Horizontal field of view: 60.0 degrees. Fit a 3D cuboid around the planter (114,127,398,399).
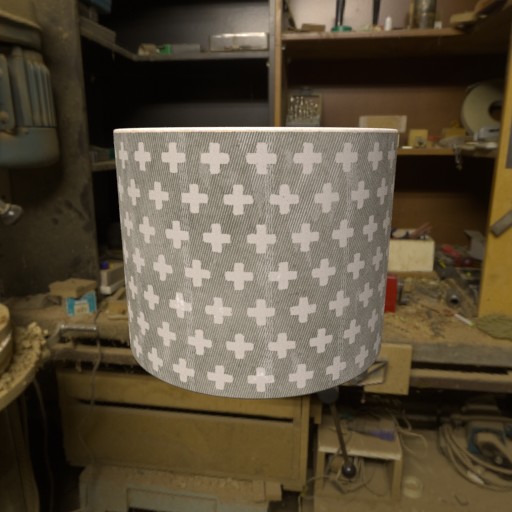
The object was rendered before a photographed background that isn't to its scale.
[{"bbox_3d":[0.000,0.000,0.332,0.190,0.181,0.190,0,15,0],"label":"planter"}]
